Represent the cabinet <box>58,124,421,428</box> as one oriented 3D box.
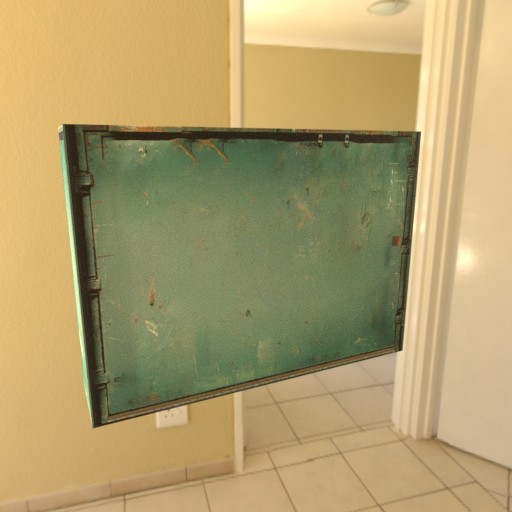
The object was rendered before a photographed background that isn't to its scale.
[{"bbox_3d":[0.000,0.000,3.945,3.001,2.160,0.680,-6,15,-25],"label":"cabinet"}]
